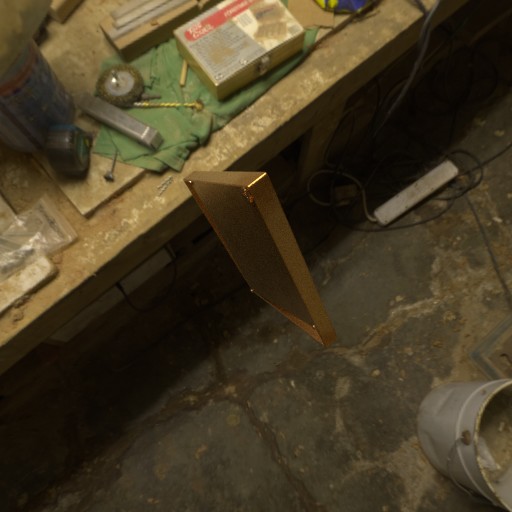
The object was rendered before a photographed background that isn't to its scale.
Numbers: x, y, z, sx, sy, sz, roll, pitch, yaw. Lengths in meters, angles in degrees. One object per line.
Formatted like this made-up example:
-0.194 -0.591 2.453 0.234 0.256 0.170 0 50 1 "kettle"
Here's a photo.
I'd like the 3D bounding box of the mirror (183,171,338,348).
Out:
0.000 0.000 0.826 0.032 0.679 0.419 -39 79 -9 "mirror"
